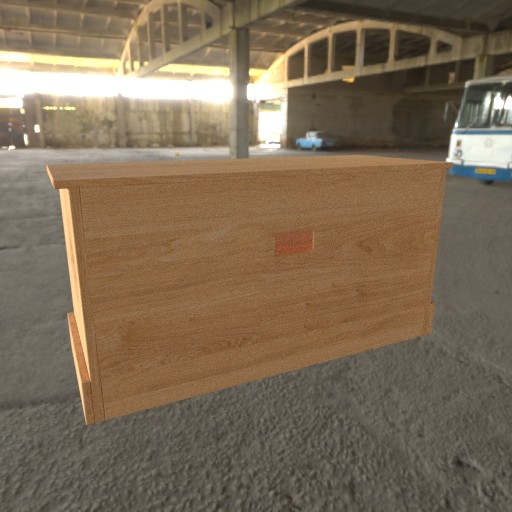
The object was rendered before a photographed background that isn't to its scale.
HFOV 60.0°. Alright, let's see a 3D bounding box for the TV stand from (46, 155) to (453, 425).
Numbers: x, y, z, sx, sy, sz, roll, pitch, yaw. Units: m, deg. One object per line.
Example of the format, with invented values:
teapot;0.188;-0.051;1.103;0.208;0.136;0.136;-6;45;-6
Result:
TV stand;0.000;0.000;1.342;1.080;0.550;0.440;-8;18;-25
